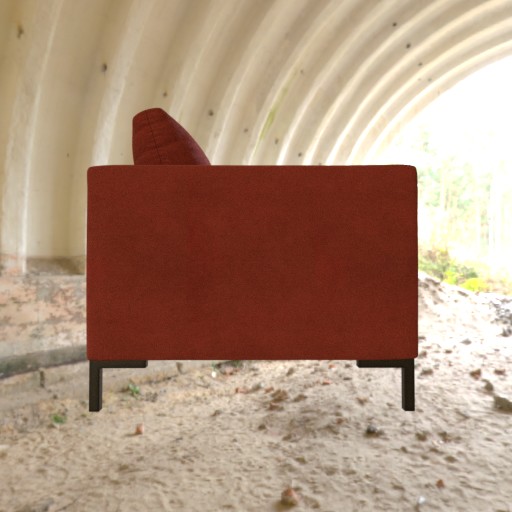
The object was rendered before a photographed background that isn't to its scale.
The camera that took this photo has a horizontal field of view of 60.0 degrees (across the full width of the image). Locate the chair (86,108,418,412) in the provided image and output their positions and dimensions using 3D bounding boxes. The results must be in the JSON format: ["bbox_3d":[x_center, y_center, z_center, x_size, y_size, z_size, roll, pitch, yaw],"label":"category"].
[{"bbox_3d":[0.000,0.000,1.581,0.875,0.812,0.964,0,-2,0],"label":"chair"}]
